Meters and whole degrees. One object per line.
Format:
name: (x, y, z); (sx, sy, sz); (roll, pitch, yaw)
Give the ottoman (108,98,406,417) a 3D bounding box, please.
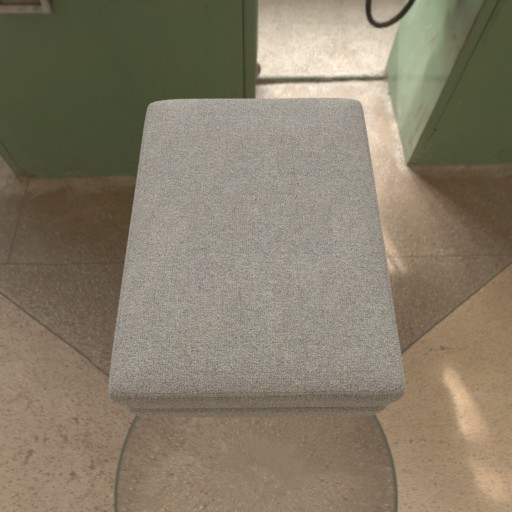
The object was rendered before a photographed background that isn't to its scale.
ottoman: (0.000, 0.000, 1.214); (0.611, 0.441, 0.821); (0, 63, 0)
